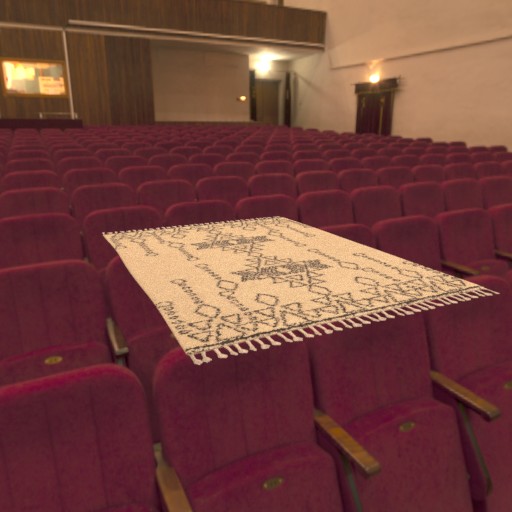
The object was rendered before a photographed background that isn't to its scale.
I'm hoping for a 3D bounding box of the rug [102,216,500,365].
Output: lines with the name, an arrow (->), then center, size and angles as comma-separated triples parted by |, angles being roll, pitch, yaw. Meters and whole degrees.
rug -> 0.000, 0.000, 3.790 | 2.125, 0.028, 3.027 | -8, 18, -25
